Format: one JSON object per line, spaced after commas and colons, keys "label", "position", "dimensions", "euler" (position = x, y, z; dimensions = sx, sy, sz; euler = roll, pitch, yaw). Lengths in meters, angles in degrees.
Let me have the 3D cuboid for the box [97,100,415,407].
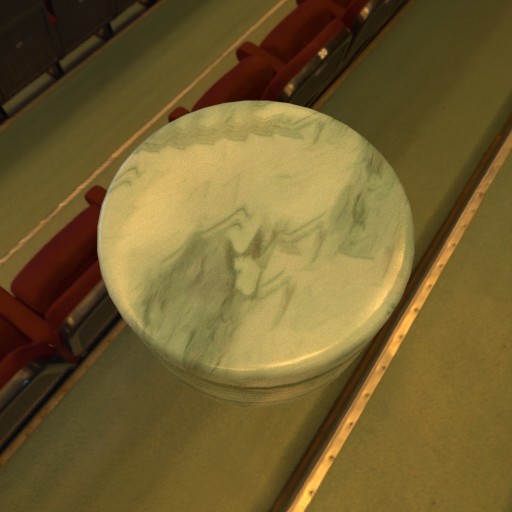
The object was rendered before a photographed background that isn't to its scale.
{"label": "box", "position": [0.000, 0.000, 0.166], "dimensions": [0.101, 0.063, 0.101], "euler": [0, 64, 0]}
